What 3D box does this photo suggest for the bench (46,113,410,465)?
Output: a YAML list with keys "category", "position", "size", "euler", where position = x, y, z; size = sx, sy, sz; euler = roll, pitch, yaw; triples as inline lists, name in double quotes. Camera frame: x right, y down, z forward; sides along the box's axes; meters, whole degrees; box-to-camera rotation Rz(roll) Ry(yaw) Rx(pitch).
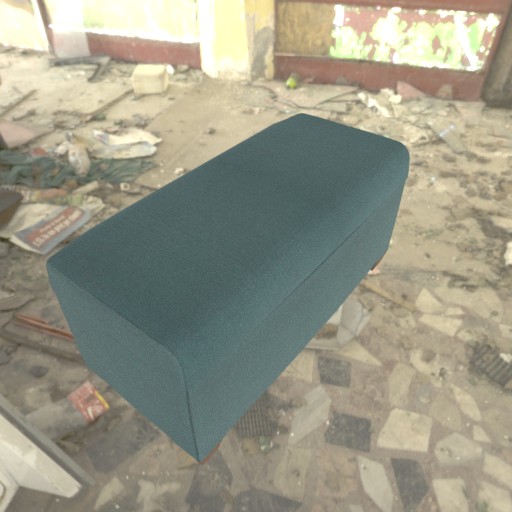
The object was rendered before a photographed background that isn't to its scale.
- category: "bench"
  position: [0.000, 0.000, 1.283]
  size: [0.476, 0.474, 0.995]
  euler: [28, 48, 28]
